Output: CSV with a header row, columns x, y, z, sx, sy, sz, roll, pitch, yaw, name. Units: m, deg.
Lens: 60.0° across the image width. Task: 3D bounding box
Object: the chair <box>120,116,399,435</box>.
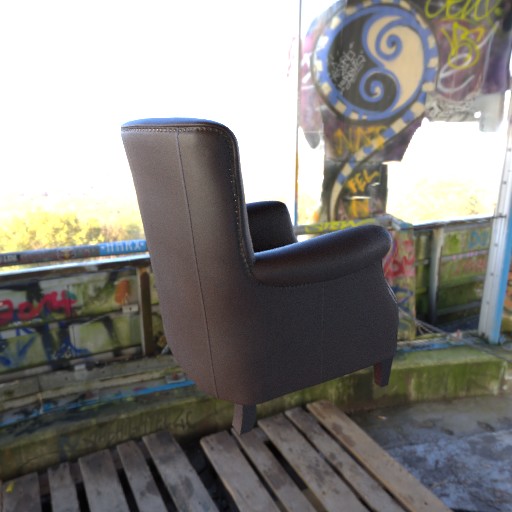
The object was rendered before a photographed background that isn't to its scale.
x,y,z,sx,sy,sz,roll,pitch,yaw,name
0.000,0.000,1.368,0.746,0.800,0.700,-7,17,-26,chair
